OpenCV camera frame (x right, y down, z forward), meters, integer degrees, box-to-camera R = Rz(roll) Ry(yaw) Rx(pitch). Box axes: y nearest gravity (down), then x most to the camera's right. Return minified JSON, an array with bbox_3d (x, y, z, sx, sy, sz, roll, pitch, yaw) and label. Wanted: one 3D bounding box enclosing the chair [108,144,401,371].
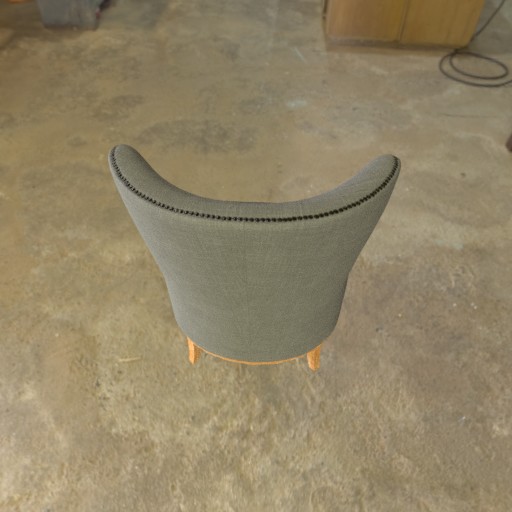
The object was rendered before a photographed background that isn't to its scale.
[{"bbox_3d":[0.000,0.000,1.803,0.864,1.176,0.883,3,47,3],"label":"chair"}]
